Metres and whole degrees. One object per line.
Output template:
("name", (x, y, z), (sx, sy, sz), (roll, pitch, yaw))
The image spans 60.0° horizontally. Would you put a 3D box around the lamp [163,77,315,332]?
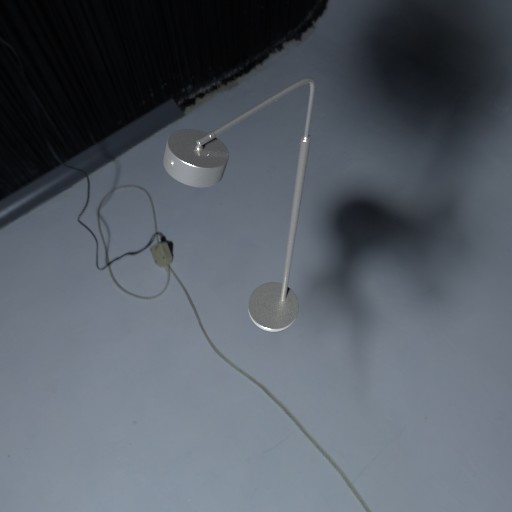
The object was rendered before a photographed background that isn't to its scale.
("lamp", (0.000, 0.000, 1.405), (0.421, 1.250, 0.222), (-36, 68, -17))
